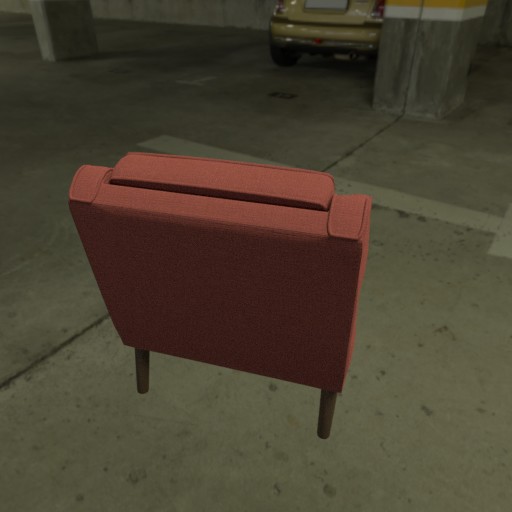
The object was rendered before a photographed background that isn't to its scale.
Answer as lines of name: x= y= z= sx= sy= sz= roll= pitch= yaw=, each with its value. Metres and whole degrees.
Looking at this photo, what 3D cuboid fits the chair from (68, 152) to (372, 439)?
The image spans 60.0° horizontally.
chair: x=0.000 y=0.000 z=1.407 sx=0.680 sy=0.812 sz=0.770 roll=9 pitch=33 yaw=14
